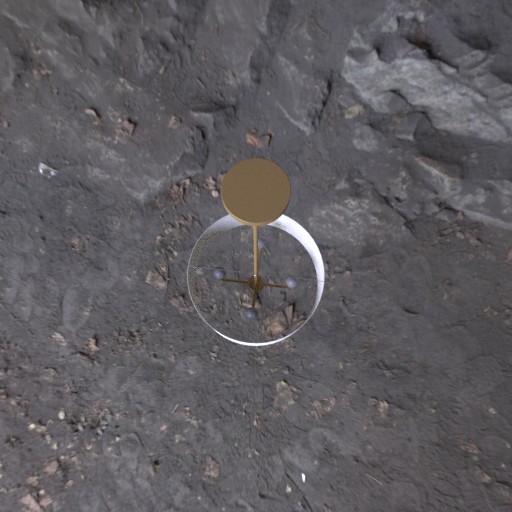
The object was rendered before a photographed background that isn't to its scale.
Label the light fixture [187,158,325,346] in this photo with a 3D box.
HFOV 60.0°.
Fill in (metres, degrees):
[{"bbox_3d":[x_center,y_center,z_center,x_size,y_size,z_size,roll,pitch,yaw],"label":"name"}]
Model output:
[{"bbox_3d":[0.000,0.000,1.374,0.508,1.067,0.508,0,76,0],"label":"light fixture"}]
